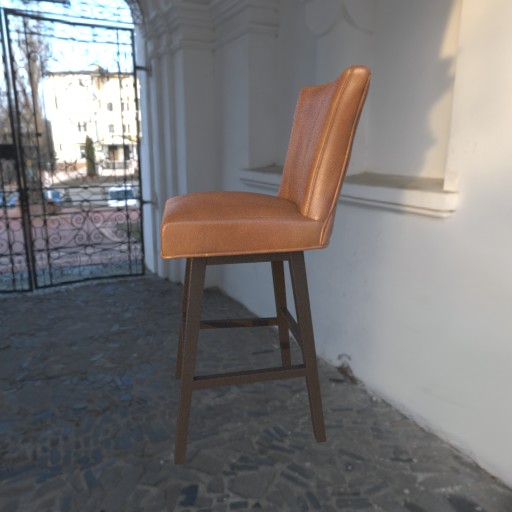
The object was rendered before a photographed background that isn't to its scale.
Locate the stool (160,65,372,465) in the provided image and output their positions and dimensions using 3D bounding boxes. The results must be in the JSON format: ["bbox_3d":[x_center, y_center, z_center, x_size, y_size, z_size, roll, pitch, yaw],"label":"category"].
[{"bbox_3d":[0.000,0.000,1.440,0.585,1.094,0.522,-2,14,-9],"label":"stool"}]
